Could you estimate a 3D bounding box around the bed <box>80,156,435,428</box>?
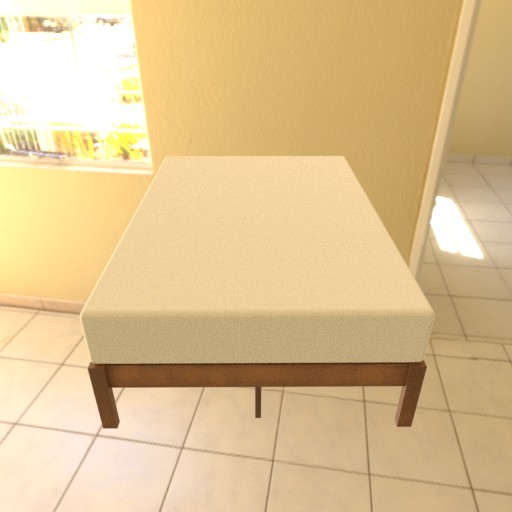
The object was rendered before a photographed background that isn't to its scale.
[{"bbox_3d":[0.000,0.000,2.617,1.348,0.616,1.927,0,30,0],"label":"bed"}]
